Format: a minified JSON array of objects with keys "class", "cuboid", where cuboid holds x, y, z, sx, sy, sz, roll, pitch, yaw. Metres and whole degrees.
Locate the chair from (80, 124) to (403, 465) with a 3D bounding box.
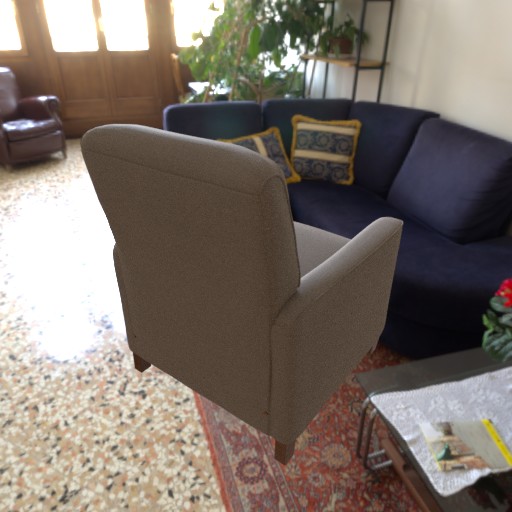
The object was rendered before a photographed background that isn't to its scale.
[{"class":"chair","cuboid":[0.000,0.000,1.641,0.845,1.023,0.859,20,34,32]}]
